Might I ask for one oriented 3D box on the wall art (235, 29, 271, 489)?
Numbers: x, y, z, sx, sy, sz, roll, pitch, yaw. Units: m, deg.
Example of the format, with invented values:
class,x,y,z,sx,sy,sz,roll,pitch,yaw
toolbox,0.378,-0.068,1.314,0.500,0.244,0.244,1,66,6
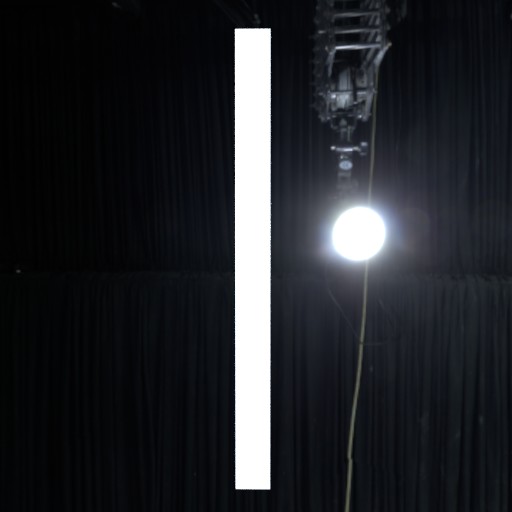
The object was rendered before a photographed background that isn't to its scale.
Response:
class,x,y,z,sx,sy,sz,roll,pitch,yaw
wall art,0.000,0.000,0.739,0.038,0.505,0.506,0,2,1
